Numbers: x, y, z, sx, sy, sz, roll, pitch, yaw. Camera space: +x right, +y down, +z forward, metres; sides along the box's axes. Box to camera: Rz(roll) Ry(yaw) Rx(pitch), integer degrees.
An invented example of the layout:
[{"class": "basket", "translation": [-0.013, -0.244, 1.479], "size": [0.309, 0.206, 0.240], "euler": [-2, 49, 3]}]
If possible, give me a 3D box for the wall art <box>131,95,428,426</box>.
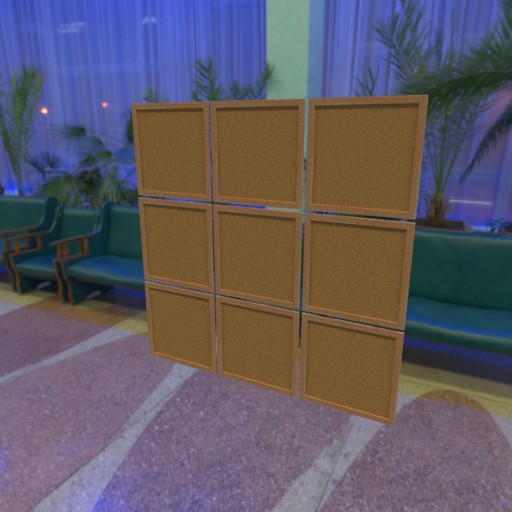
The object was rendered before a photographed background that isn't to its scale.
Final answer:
[{"class": "wall art", "translation": [0.000, 0.000, 2.285], "size": [1.521, 1.519, 0.013], "euler": [8, 18, 26]}]
